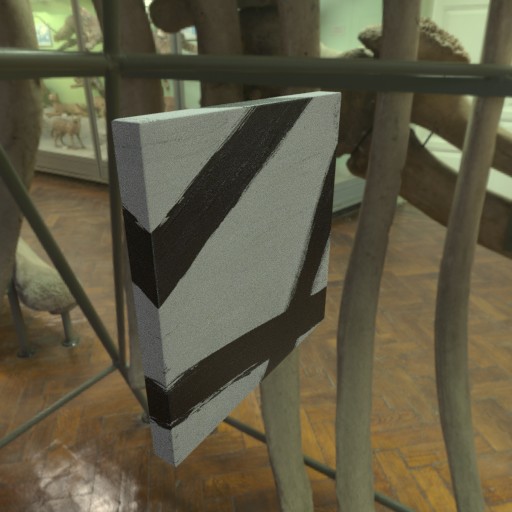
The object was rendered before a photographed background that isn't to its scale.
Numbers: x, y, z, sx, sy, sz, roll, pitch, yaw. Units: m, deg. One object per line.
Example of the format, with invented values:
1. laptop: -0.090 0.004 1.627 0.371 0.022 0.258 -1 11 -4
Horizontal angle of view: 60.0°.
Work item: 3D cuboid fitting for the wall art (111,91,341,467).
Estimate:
1. wall art: 0.000 0.000 0.770 0.050 0.508 0.507 16 29 31
